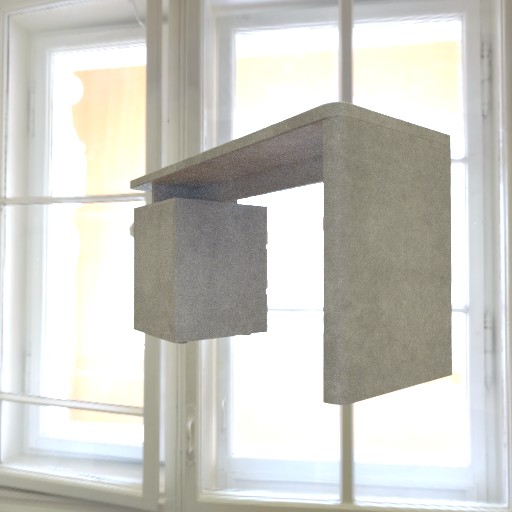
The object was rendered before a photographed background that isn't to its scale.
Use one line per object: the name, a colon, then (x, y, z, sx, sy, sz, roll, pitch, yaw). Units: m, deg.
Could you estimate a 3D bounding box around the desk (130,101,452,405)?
desk: (0.000, 0.000, 1.804, 0.550, 0.755, 1.400, 1, -1, -37)
